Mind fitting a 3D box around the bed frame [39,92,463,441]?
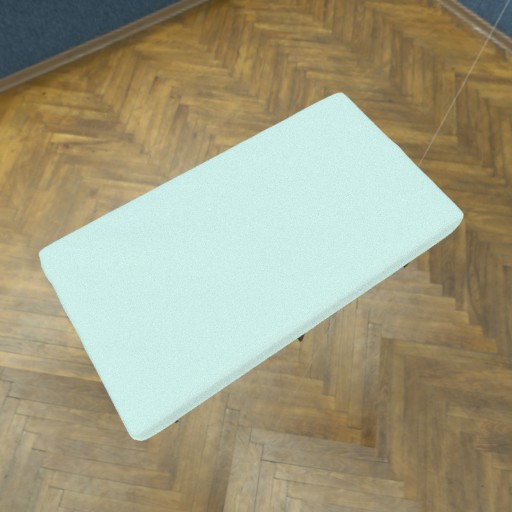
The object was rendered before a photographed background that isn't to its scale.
[{"bbox_3d":[0.000,0.000,2.418,1.908,0.640,1.025,-31,69,-14],"label":"bed frame"}]
